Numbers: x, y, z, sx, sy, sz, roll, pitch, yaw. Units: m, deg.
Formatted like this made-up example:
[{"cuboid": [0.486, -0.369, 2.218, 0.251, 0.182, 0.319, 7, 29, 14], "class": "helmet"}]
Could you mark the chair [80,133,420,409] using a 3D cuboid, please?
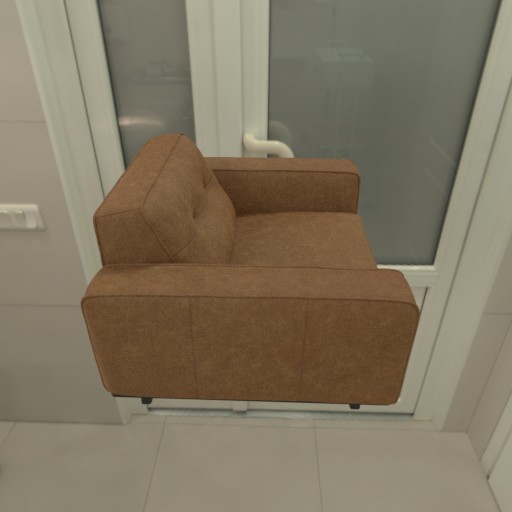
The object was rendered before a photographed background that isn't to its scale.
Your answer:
[{"cuboid": [0.000, 0.000, 1.742, 0.952, 0.782, 1.118, 1, 33, 1], "class": "chair"}]
